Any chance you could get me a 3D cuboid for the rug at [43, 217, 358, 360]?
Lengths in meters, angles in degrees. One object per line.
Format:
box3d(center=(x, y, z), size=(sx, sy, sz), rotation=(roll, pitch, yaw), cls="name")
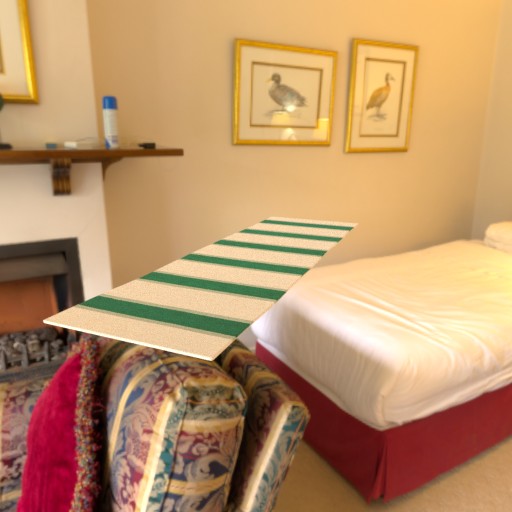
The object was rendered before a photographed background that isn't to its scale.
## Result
box3d(center=(0.000, 0.000, 2.676), size=(0.768, 0.012, 2.438), rotation=(7, 17, 23), cls="rug")
